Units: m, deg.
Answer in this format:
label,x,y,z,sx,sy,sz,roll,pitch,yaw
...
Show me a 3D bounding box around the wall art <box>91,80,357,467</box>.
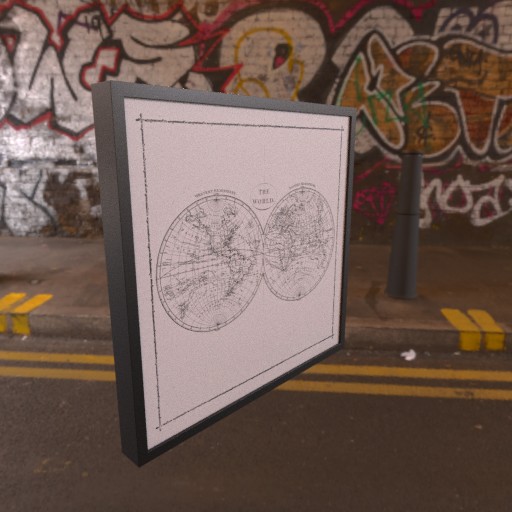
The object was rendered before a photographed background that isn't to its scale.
label,x,y,z,sx,sy,sz,roll,pitch,yaw
wall art,0.000,0.000,0.474,0.029,0.318,0.327,13,19,42
